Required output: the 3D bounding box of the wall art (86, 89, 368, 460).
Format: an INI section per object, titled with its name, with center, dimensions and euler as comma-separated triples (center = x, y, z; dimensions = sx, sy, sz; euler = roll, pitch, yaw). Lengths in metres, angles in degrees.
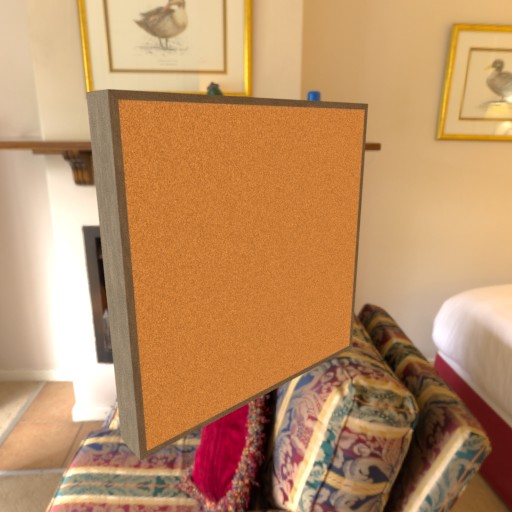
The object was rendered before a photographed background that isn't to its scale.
[wall art]
center = 0.000, 0.000, 0.452
dimensions = 0.303, 0.302, 0.038
euler = -14, 21, -40
